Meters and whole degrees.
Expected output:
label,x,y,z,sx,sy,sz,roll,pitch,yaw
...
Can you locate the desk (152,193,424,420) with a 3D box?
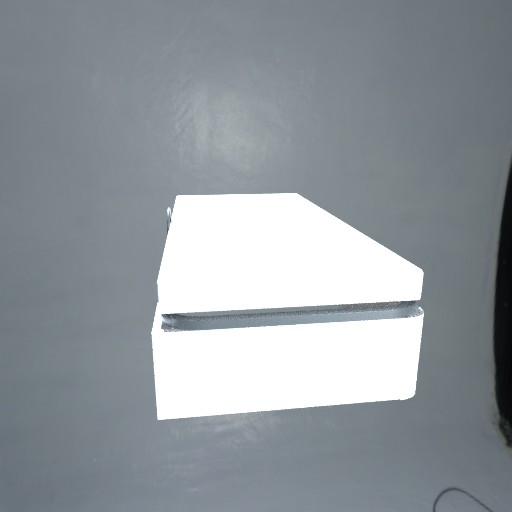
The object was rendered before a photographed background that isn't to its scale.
label,x,y,z,sx,sy,sz,roll,pitch,yaw
desk,0.000,0.000,2.312,0.900,0.526,1.900,-2,16,-8
